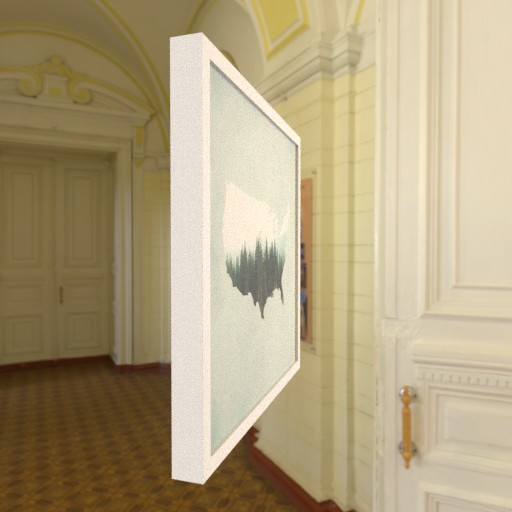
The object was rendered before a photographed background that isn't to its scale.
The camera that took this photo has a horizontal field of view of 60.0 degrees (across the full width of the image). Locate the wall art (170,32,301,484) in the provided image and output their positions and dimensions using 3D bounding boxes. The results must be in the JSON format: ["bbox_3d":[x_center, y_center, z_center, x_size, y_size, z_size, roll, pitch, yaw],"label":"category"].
[{"bbox_3d":[0.000,0.000,0.746,0.040,0.509,0.509,0,1,18],"label":"wall art"}]
